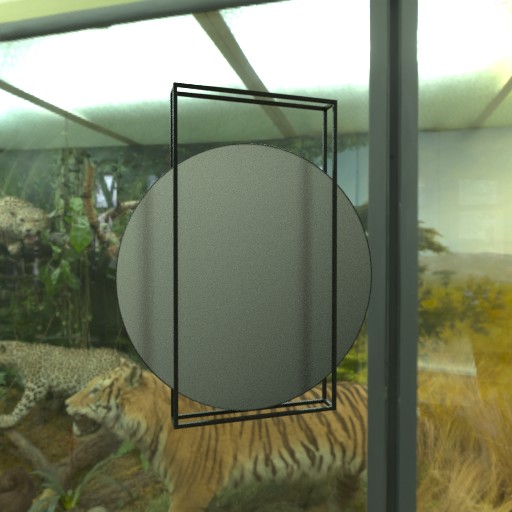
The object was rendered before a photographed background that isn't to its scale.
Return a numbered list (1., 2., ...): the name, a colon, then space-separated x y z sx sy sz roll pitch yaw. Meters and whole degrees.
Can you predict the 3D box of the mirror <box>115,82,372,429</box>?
1. mirror: 0.000 0.000 0.839 0.508 0.603 0.051 0 1 -17
